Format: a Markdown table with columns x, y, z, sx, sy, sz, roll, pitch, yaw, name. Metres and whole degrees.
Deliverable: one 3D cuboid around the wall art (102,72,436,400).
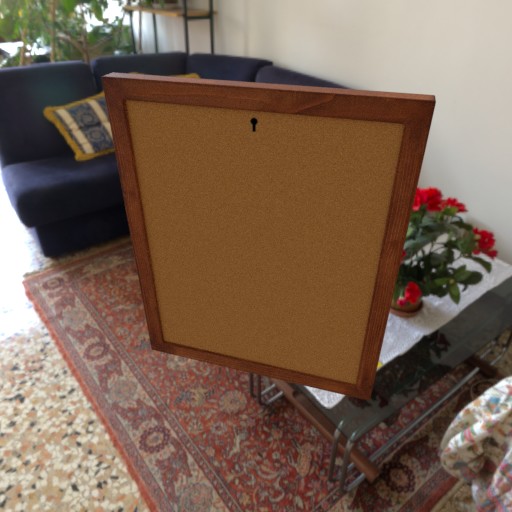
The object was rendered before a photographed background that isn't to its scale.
| x | y | z | sx | sy | sz | roll | pitch | yaw | name |
| --- | --- | --- | --- | --- | --- | --- | --- | --- | --- |
| 0.000 | 0.000 | 0.756 | 0.462 | 0.558 | 0.030 | 10 | 35 | 14 | wall art |
